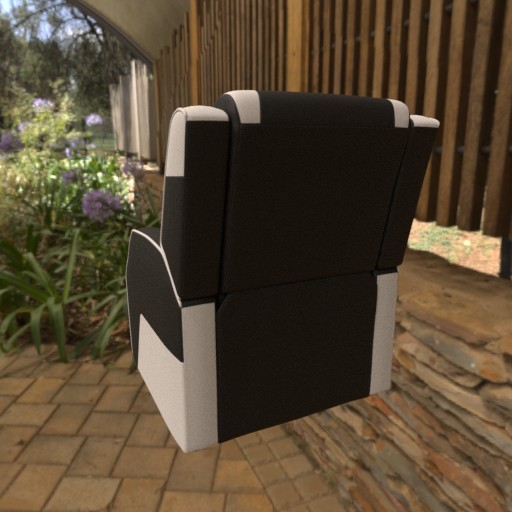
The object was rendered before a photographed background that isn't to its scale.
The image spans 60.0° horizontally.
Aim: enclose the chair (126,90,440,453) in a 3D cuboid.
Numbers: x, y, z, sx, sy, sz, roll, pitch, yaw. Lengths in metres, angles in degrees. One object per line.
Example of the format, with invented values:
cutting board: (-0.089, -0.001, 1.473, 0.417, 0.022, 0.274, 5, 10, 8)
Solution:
chair: (0.000, 0.000, 1.247, 0.620, 0.805, 0.672, -7, 15, -26)
